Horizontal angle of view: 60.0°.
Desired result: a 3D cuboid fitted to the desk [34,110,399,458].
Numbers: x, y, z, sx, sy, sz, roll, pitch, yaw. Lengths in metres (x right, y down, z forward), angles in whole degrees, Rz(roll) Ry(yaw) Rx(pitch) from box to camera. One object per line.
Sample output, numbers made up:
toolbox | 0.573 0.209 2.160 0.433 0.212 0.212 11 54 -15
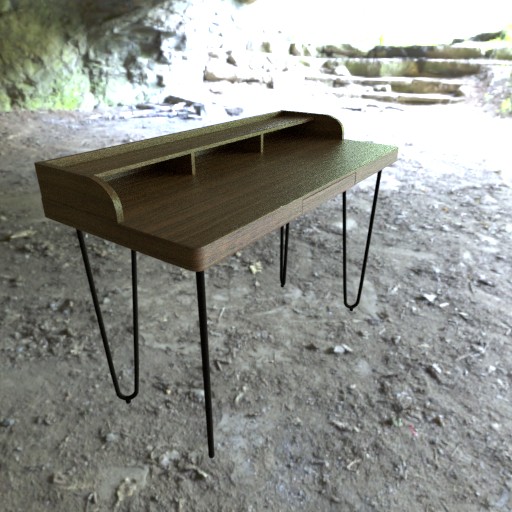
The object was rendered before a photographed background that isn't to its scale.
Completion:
desk | 0.000 0.000 1.628 0.565 0.854 1.200 17 31 32
